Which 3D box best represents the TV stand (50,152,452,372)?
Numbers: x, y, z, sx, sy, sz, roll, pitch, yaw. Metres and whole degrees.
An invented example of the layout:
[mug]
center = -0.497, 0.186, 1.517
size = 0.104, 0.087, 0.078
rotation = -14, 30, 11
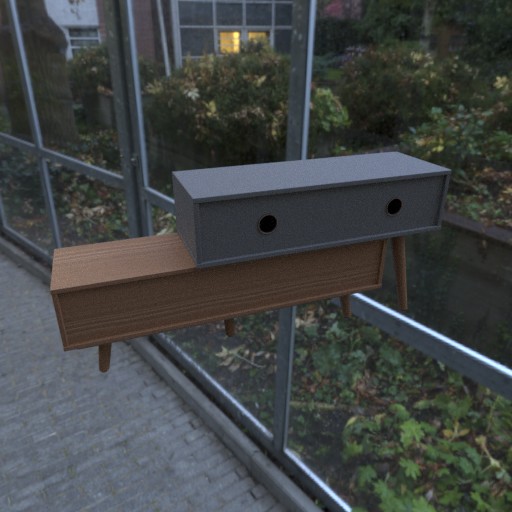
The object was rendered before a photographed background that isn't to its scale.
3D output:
[TV stand]
center = 0.000, 0.000, 1.603
size = 1.336, 0.591, 0.329
rotation = -9, 27, -18
